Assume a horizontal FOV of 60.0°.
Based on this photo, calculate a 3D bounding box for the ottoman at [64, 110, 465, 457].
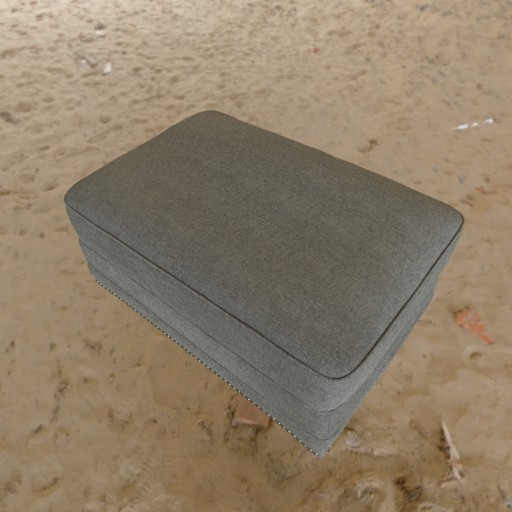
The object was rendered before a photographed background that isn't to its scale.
[{"bbox_3d":[0.000,0.000,1.142,0.813,0.457,0.561,31,54,26],"label":"ottoman"}]
